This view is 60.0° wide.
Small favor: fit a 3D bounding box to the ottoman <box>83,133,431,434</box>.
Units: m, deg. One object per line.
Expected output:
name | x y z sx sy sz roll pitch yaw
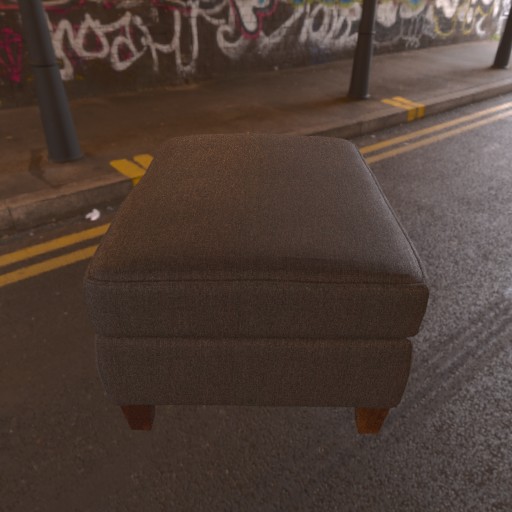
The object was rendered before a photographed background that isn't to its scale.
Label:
ottoman | 0.000 0.000 1.195 0.639 0.496 0.826 0 32 1
